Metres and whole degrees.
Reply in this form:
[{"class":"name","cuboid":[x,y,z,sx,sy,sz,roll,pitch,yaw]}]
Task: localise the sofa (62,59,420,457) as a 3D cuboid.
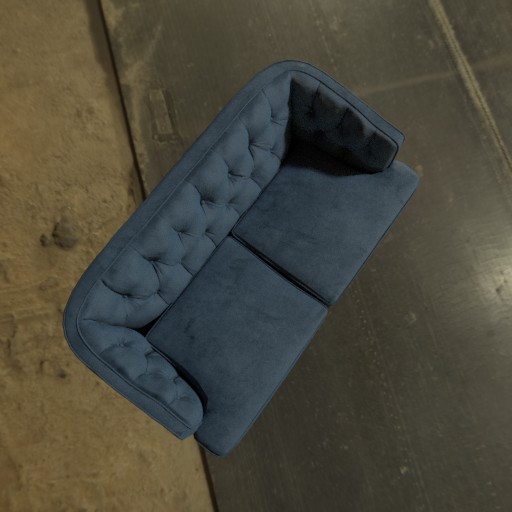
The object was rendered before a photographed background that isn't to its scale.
[{"class":"sofa","cuboid":[0.000,0.000,2.249,0.941,0.854,1.733,36,78,9]}]
